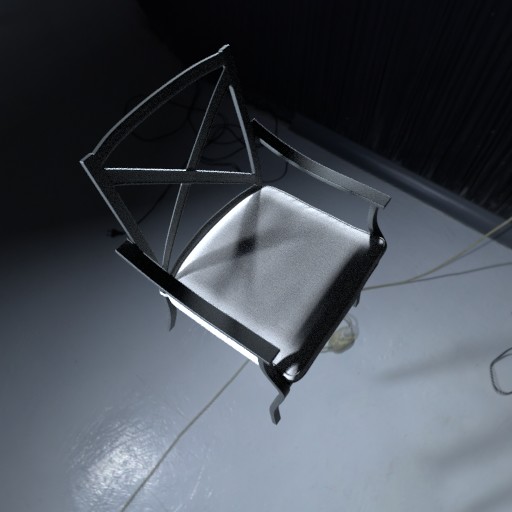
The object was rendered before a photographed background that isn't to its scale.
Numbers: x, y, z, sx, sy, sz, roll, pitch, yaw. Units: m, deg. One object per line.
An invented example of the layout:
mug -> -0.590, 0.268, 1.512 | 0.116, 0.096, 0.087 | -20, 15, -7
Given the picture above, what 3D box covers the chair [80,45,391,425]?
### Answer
chair -> 0.000, 0.000, 1.313 | 0.620, 0.889, 0.575 | 32, 64, 18
